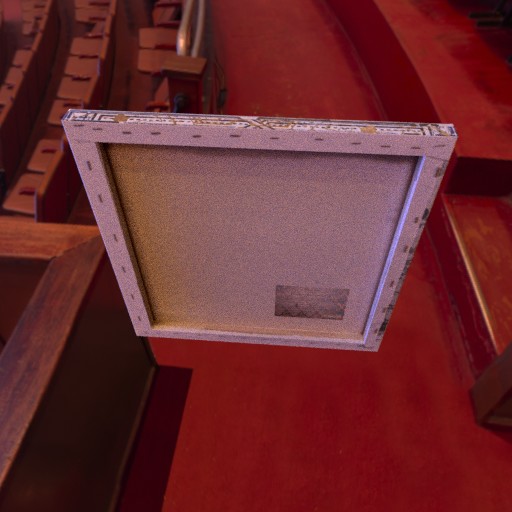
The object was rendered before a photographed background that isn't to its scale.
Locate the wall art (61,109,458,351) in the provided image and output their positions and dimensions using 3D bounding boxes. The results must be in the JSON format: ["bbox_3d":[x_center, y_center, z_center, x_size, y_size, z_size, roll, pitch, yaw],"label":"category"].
[{"bbox_3d":[0.000,0.000,0.908,0.609,0.607,0.036,3,47,3],"label":"wall art"}]
